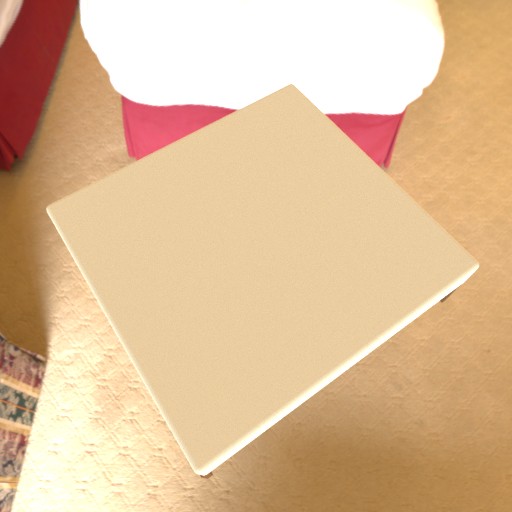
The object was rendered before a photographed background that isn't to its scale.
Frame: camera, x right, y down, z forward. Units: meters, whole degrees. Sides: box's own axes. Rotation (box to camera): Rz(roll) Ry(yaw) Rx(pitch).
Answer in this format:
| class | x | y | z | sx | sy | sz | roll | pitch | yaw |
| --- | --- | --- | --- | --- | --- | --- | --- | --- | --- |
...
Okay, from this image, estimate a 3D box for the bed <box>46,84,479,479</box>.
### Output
| class | x | y | z | sx | sy | sz | roll | pitch | yaw |
| --- | --- | --- | --- | --- | --- | --- | --- | --- | --- |
| bed | 0.000 | 0.000 | 3.067 | 2.049 | 0.616 | 1.930 | -32 | 67 | -15 |
